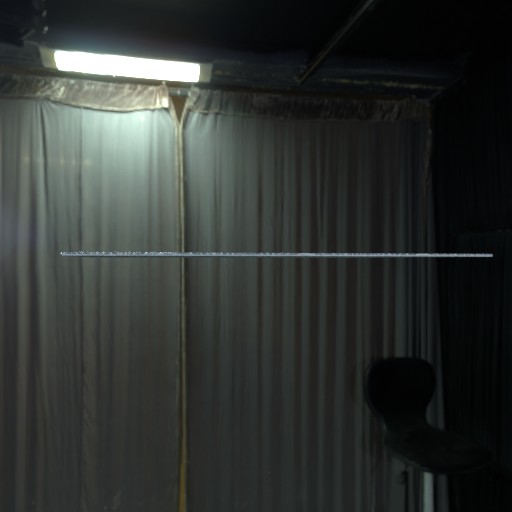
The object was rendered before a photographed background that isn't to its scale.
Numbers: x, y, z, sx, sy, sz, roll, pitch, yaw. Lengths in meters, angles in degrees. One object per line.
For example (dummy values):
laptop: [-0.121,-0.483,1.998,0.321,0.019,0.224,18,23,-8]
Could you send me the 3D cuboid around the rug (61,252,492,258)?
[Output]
rug: [0.000,0.000,4.112,3.042,0.021,2.456,0,0,-17]
